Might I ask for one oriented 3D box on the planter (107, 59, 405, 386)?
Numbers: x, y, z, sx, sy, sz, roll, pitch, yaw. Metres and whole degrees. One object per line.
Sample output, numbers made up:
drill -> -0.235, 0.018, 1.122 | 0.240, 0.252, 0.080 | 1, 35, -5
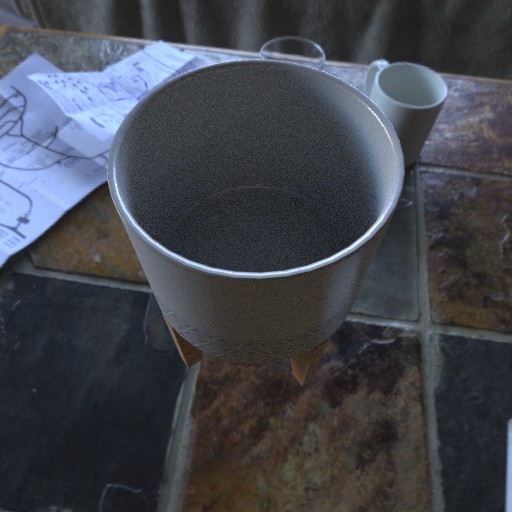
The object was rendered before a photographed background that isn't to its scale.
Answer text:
planter -> 0.000, 0.000, 0.521 | 0.249, 0.343, 0.249 | 0, 59, 0
